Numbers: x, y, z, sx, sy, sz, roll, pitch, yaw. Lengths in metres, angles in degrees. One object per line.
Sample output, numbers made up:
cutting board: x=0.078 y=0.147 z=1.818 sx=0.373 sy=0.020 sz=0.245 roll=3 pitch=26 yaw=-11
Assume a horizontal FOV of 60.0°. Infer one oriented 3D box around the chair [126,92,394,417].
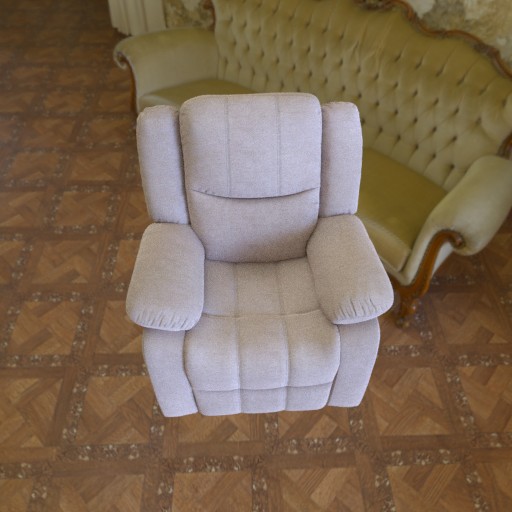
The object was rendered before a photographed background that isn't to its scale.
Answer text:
chair: x=0.000 y=0.000 z=1.751 sx=0.899 sy=1.008 sz=0.944 roll=-2 pitch=48 yaw=-2
